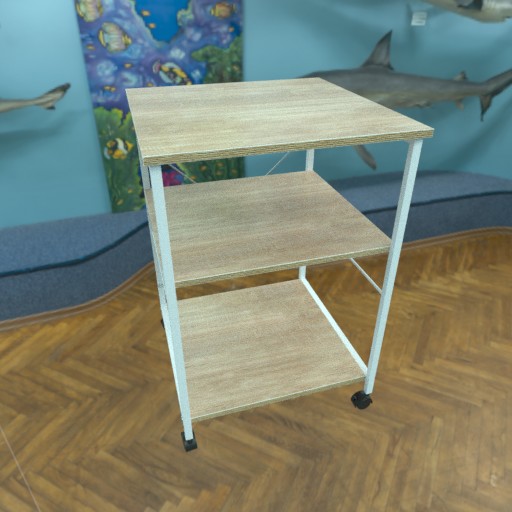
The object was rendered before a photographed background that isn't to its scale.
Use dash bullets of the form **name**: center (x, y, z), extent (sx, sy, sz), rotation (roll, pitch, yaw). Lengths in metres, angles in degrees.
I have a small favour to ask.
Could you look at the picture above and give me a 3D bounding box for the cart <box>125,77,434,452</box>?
- **cart**: center (0.000, 0.000, 1.155), extent (0.521, 0.762, 0.520), rotation (-9, 33, -14)
